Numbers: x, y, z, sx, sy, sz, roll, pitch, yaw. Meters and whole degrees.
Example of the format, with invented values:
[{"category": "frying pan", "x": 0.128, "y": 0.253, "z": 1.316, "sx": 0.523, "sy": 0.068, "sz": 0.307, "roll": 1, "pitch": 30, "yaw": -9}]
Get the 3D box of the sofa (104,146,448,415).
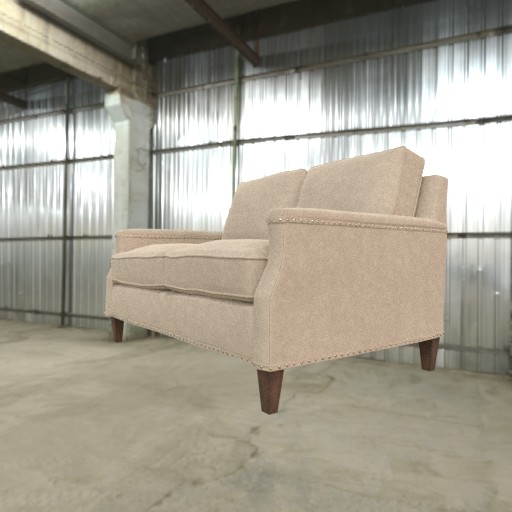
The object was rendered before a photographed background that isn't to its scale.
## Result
[{"category": "sofa", "x": 0.000, "y": 0.000, "z": 2.291, "sx": 1.084, "sy": 1.002, "sz": 1.597, "roll": 0, "pitch": 0, "yaw": -36}]
